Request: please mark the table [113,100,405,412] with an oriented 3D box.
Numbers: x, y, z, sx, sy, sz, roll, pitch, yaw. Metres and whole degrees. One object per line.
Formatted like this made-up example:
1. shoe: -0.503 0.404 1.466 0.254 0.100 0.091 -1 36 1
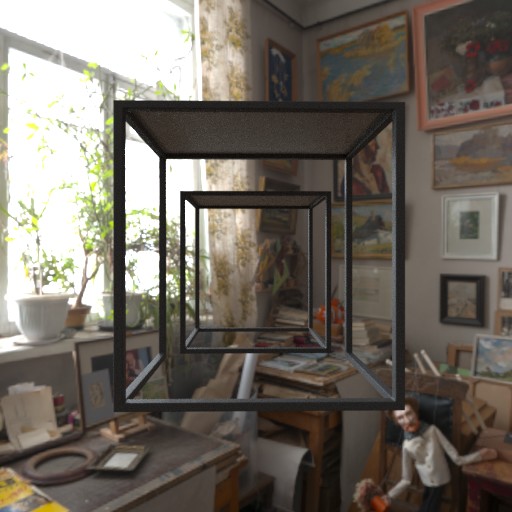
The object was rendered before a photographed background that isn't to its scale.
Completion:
1. table: 0.000 0.000 1.165 0.508 0.540 0.788 0 0 -1
